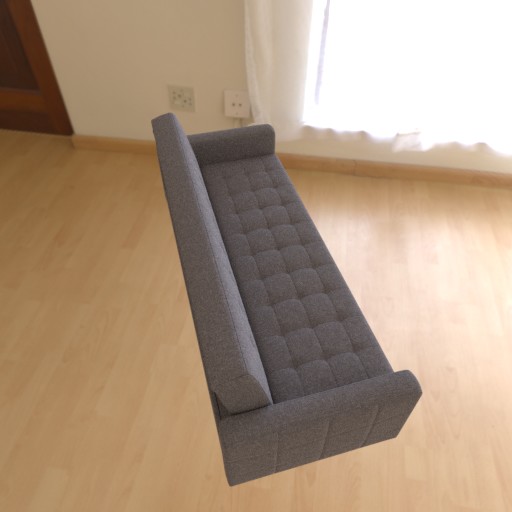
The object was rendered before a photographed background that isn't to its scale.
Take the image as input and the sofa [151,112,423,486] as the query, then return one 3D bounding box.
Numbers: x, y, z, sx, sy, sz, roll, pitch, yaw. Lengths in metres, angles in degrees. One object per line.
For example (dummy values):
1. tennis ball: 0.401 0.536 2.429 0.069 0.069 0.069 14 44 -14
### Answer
1. sofa: 0.000 0.000 2.401 0.810 0.850 2.040 -11 48 -11
